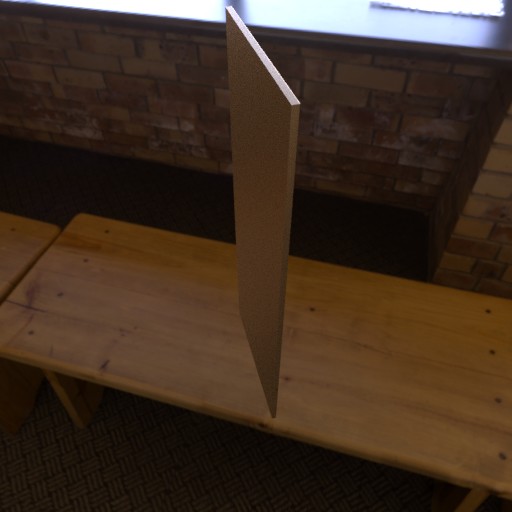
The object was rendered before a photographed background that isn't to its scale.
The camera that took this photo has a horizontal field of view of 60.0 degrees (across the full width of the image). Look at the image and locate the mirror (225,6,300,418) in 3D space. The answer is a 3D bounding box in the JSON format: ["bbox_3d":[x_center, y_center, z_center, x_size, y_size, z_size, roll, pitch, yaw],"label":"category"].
[{"bbox_3d":[0.000,0.000,2.213,0.025,2.031,0.812,-11,48,-11],"label":"mirror"}]
